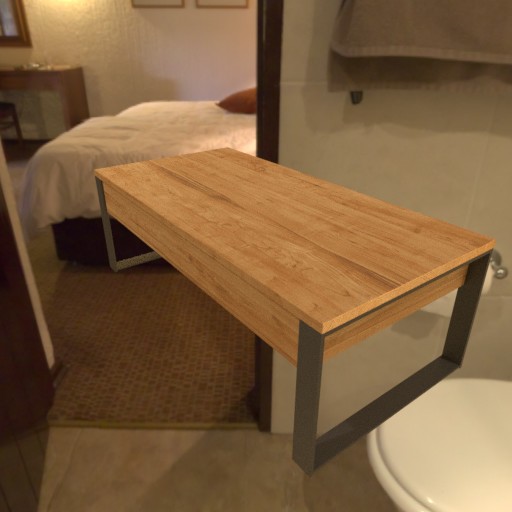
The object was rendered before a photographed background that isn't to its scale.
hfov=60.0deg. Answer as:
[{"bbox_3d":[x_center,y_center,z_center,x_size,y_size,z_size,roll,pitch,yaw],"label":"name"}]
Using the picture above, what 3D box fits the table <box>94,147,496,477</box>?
[{"bbox_3d":[0.000,0.000,1.433,0.590,0.400,1.180,-19,32,-32],"label":"table"}]
